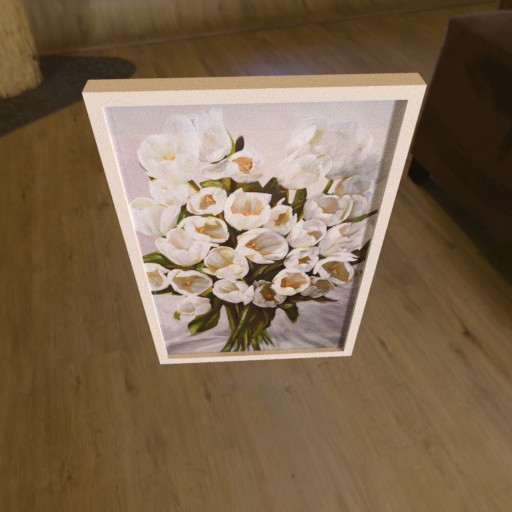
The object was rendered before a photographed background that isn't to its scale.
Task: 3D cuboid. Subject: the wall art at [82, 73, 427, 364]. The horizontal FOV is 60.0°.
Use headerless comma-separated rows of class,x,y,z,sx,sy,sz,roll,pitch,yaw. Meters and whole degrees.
wall art,0.000,0.000,0.824,0.450,0.657,0.038,-2,45,-2
